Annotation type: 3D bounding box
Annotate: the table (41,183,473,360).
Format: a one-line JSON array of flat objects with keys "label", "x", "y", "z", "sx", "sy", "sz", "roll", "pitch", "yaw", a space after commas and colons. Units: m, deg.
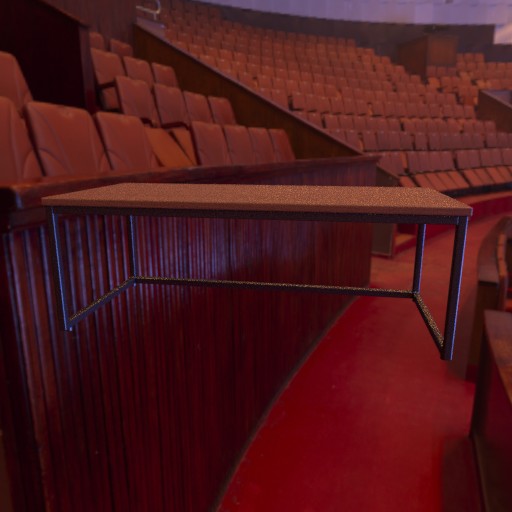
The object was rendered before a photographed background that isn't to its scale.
[{"label": "table", "x": 0.000, "y": 0.000, "z": 1.397, "sx": 1.100, "sy": 0.400, "sz": 0.500, "roll": 2, "pitch": 14, "yaw": 10}]
